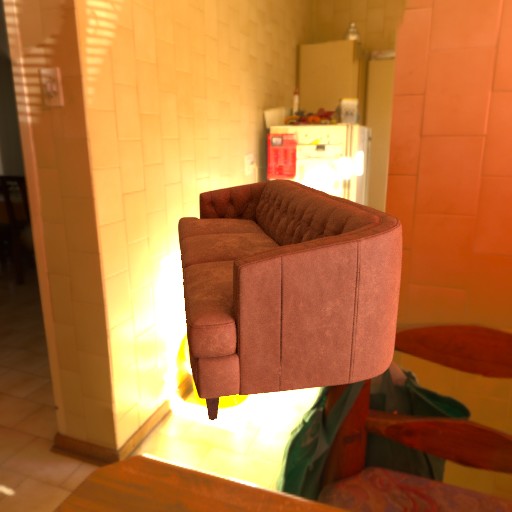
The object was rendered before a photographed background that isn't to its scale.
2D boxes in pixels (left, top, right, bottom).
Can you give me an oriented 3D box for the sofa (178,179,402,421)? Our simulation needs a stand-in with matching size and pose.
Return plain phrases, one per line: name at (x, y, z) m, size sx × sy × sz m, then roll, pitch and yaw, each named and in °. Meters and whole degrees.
sofa at (0.000, 0.000, 2.743) m, size 0.922 × 0.791 × 2.257 m, roll -3°, pitch 15°, yaw -10°
